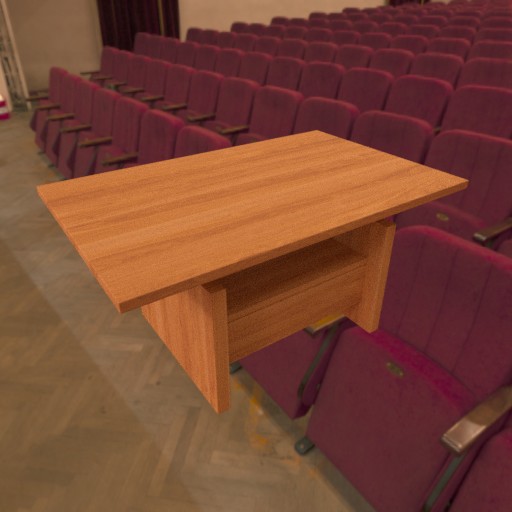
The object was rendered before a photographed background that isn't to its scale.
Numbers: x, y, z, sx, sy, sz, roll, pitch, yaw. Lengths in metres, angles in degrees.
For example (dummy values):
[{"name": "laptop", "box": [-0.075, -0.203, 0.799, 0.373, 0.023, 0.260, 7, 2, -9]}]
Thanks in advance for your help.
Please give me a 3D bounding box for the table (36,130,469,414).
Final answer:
[{"name": "table", "box": [0.000, 0.000, 1.464, 1.100, 0.510, 0.700, -19, 36, -29]}]
